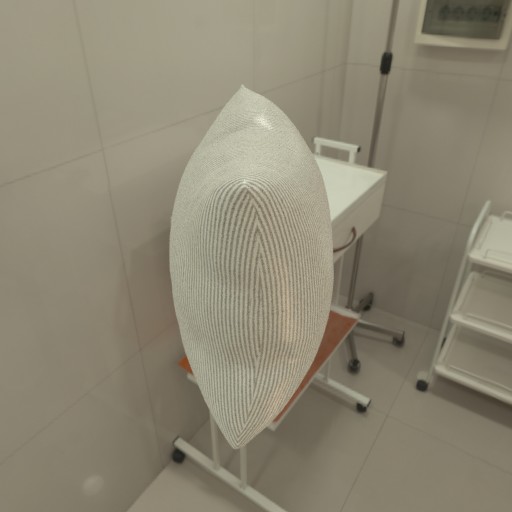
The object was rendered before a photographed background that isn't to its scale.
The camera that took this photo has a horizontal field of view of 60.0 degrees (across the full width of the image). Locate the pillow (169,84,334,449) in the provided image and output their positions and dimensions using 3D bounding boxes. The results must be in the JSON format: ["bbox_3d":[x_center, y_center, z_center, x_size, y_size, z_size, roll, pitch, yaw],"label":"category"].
[{"bbox_3d":[0.000,0.000,0.700,0.310,0.432,0.387,19,37,27],"label":"pillow"}]
